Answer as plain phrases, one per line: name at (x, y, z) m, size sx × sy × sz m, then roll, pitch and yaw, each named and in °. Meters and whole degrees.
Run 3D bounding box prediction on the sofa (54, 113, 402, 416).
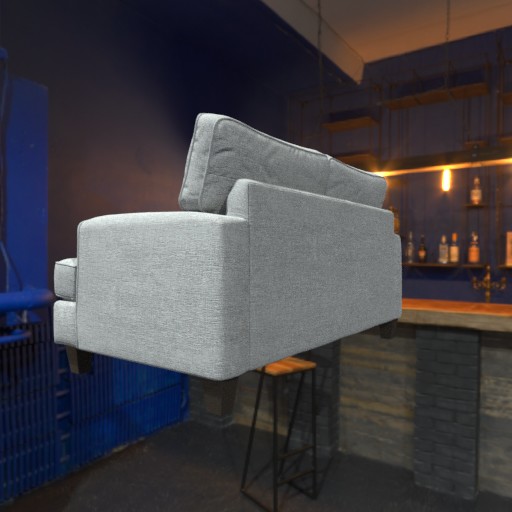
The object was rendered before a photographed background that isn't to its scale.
sofa at (0.000, 0.000, 2.222) m, size 0.965 × 0.965 × 1.651 m, roll 0°, pitch 1°, yaw 36°
